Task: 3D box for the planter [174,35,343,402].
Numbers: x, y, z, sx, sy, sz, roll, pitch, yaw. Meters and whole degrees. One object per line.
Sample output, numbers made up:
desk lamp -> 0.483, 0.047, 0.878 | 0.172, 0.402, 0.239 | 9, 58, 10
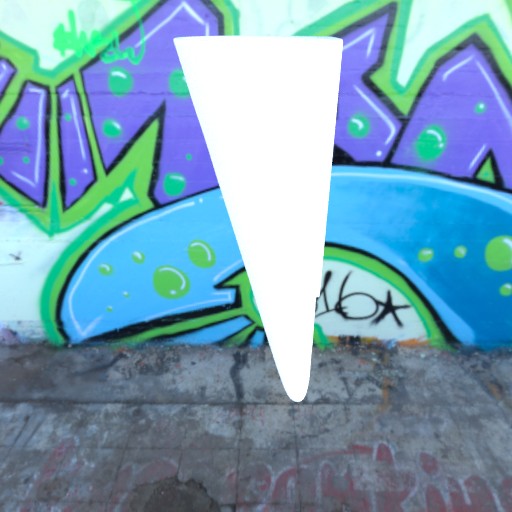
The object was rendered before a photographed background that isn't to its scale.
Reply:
planter -> 0.000, 0.000, 0.219 | 0.064, 0.193, 0.057 | 0, 28, 0
